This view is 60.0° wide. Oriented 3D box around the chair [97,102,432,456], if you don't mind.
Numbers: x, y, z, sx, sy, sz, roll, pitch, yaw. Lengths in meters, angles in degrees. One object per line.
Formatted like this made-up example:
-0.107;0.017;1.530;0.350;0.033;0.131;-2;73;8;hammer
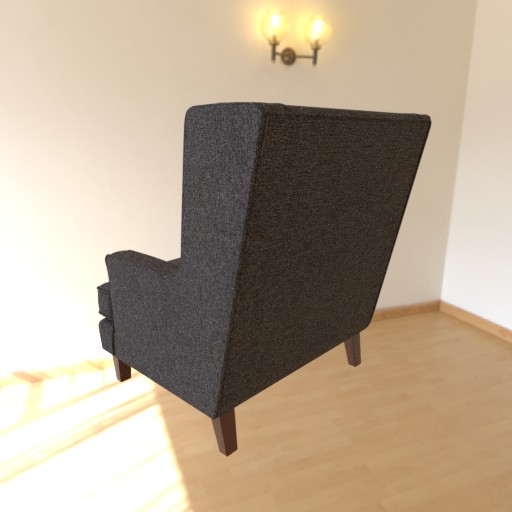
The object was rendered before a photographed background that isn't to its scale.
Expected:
0.000;0.000;1.755;0.927;1.082;0.942;14;21;41;chair
